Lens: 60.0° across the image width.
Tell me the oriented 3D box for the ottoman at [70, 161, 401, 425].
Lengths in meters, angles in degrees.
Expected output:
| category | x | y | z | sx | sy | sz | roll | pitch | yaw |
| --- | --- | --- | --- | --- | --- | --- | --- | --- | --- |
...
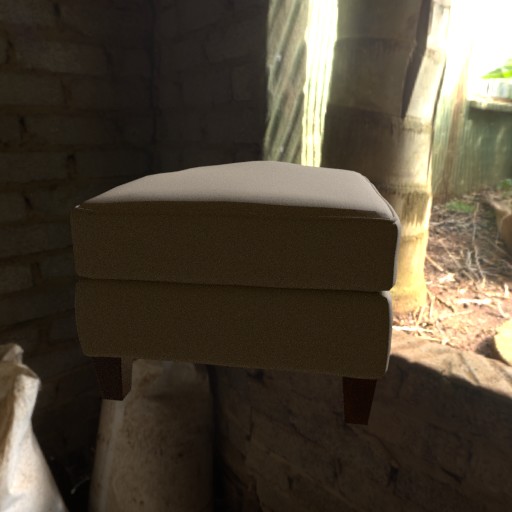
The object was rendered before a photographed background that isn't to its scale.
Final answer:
| category | x | y | z | sx | sy | sz | roll | pitch | yaw |
| --- | --- | --- | --- | --- | --- | --- | --- | --- | --- |
| ottoman | 0.000 | 0.000 | 1.211 | 0.634 | 0.485 | 0.818 | 2 | 16 | 9 |
